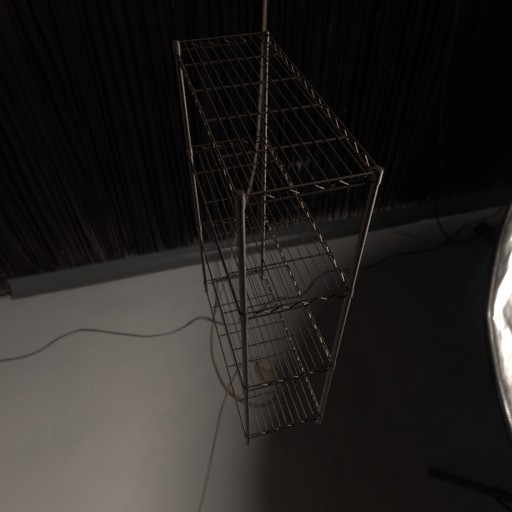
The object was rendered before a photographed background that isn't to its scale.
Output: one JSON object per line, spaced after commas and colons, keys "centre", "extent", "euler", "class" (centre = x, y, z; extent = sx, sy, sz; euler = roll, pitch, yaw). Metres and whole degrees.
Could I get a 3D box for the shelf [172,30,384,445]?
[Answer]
{"centre": [0.000, 0.000, 1.762], "extent": [0.352, 1.361, 0.907], "euler": [-12, 47, -11], "class": "shelf"}
